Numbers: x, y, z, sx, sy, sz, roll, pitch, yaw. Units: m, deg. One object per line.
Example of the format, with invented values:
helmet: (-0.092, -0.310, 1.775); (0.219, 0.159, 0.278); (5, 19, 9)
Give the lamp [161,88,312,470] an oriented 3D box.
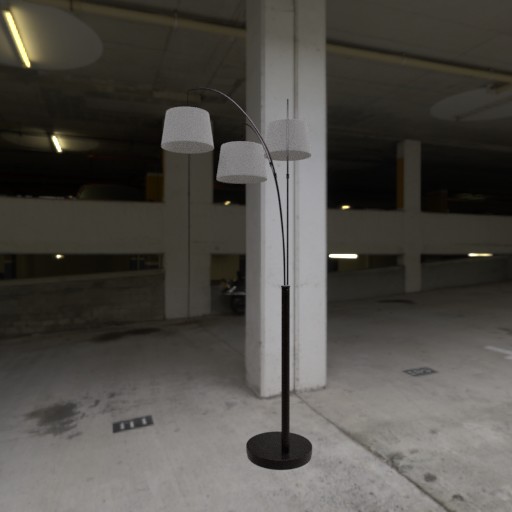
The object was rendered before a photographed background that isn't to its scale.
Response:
lamp: (0.000, 0.000, 2.453); (0.951, 1.950, 0.924); (0, 1, -20)
